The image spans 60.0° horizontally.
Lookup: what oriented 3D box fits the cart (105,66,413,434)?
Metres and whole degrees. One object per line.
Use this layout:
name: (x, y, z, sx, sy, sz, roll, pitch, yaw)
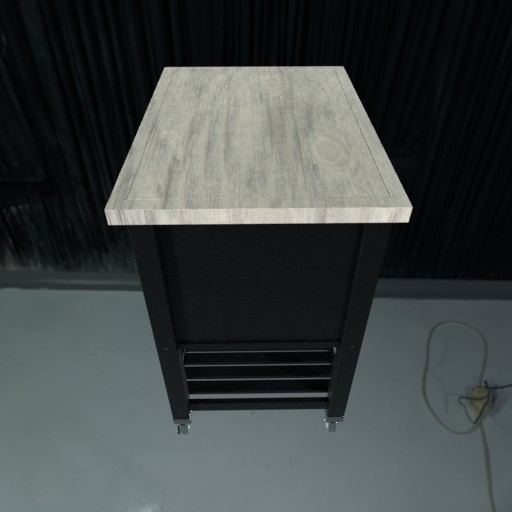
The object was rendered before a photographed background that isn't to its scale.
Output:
cart: (0.000, 0.000, 1.417, 0.567, 0.920, 0.797, -1, 41, -1)
